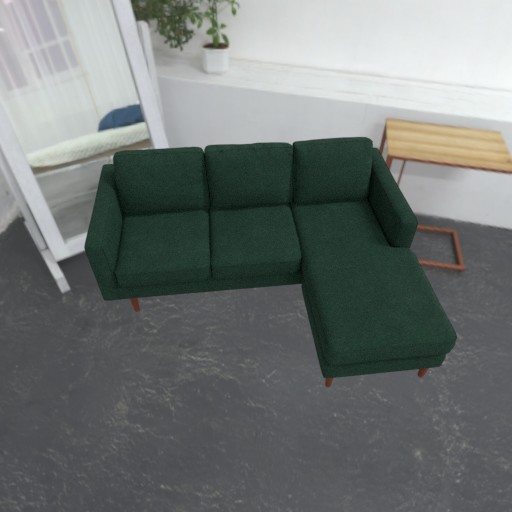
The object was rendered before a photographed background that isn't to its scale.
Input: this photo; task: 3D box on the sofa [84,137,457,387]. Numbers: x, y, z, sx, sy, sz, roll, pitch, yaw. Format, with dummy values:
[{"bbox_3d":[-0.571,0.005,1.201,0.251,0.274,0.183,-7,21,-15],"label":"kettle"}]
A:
[{"bbox_3d":[0.000,0.000,2.852,2.030,0.899,1.580,-5,46,-4],"label":"sofa"}]
